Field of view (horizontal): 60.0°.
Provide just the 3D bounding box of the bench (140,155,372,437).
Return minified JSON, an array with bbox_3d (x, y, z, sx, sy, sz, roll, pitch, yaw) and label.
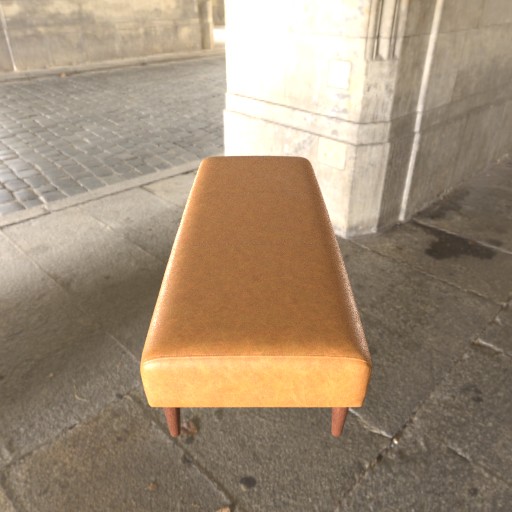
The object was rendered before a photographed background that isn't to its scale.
[{"bbox_3d":[0.000,0.000,1.927,0.653,0.399,1.610,0,32,0],"label":"bench"}]
